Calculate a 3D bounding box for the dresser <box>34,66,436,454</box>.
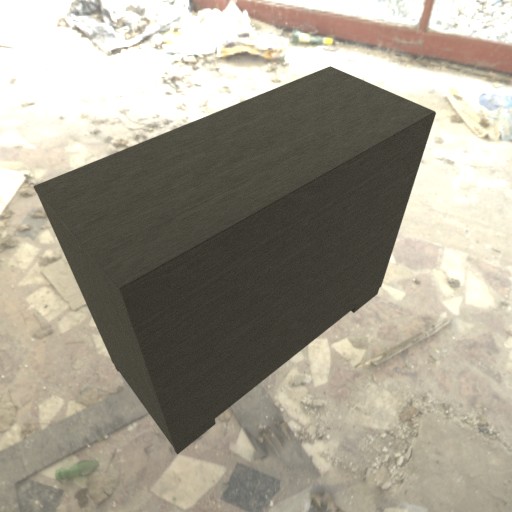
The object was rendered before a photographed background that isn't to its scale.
[{"bbox_3d":[0.000,0.000,1.423,0.994,0.816,0.404,-32,54,-27],"label":"dresser"}]
